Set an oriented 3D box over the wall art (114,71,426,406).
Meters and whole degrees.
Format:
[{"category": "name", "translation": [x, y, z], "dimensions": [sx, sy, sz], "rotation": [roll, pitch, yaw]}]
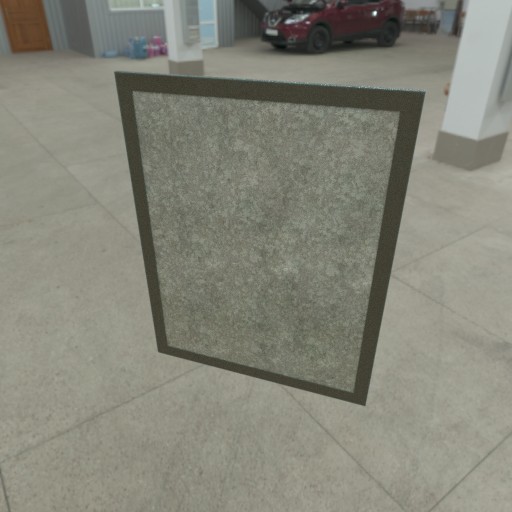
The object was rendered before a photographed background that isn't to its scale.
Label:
[{"category": "wall art", "translation": [0.000, 0.000, 1.310], "dimensions": [0.767, 0.983, 0.030], "rotation": [10, 33, 16]}]
